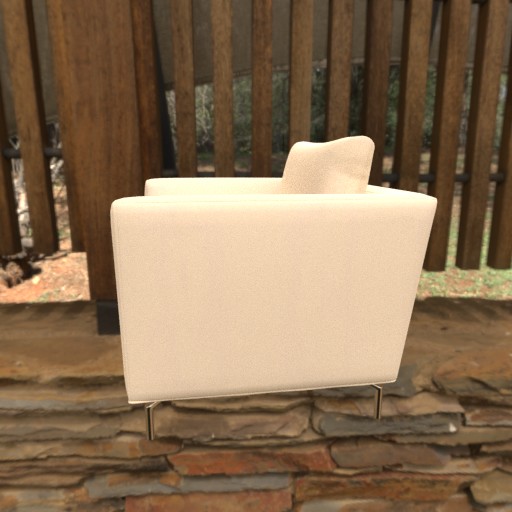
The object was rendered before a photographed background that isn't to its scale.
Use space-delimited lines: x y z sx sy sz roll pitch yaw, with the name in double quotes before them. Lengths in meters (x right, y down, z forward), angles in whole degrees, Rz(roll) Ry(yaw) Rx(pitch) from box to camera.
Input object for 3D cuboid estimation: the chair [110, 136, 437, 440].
"chair" 0.000 0.000 1.686 0.889 0.865 1.041 -2 13 -9
